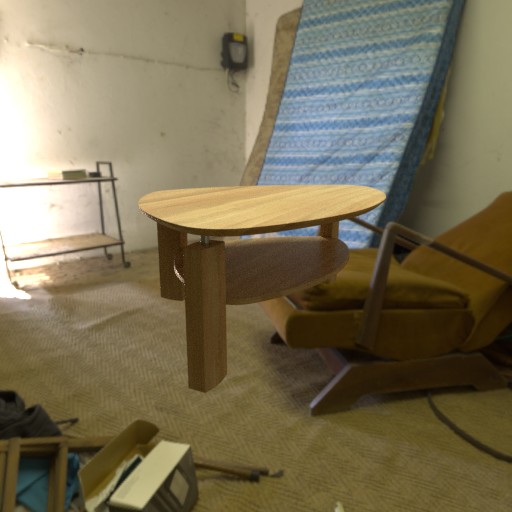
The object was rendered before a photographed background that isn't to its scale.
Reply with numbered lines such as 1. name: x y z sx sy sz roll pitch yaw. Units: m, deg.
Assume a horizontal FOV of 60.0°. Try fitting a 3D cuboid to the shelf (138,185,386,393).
1. shelf: 0.000 0.000 1.632 0.863 0.439 1.240 7 16 26
